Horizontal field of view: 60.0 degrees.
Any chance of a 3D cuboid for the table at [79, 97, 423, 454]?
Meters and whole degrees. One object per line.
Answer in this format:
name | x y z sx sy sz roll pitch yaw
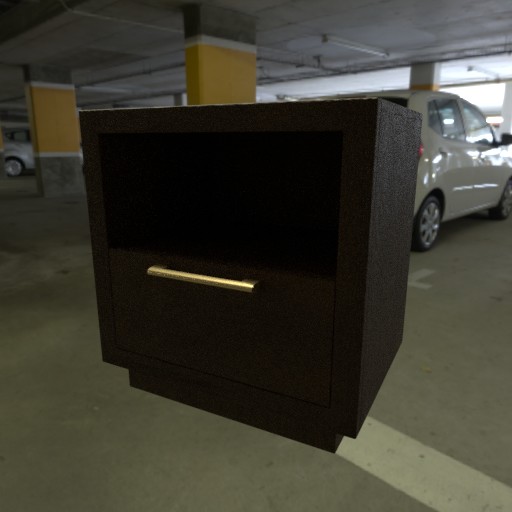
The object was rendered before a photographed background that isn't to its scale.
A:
table | 0.000 0.000 0.941 0.560 0.585 0.439 8 16 27
